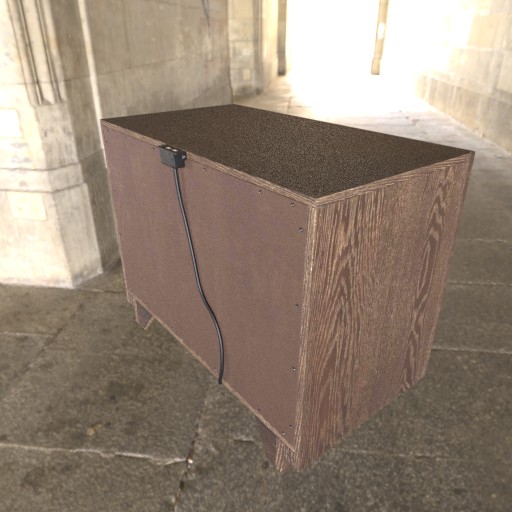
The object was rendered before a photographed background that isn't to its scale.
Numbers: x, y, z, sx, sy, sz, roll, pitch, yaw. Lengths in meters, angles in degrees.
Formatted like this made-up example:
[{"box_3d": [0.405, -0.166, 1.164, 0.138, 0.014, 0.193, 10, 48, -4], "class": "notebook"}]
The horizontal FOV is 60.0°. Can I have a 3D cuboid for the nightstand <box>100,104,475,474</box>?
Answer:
[{"box_3d": [0.000, 0.000, 1.122, 0.457, 0.612, 0.775, -20, 33, -34], "class": "nightstand"}]
